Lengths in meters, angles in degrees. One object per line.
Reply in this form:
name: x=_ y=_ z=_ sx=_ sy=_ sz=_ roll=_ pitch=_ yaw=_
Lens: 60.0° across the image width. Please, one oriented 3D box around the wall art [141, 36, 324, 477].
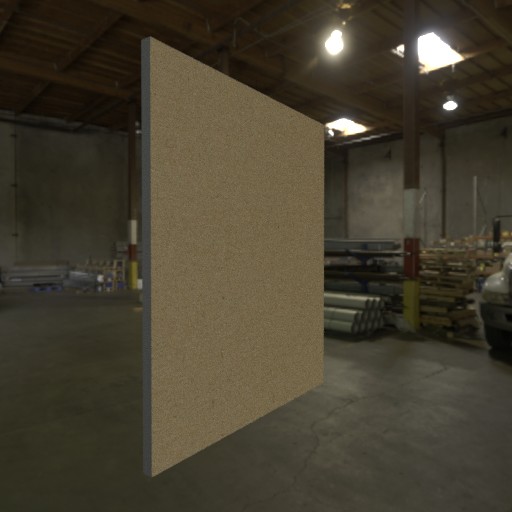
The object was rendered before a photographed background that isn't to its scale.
wall art: x=0.000 y=0.000 z=1.185 sx=0.028 sy=0.863 sz=0.755 roll=1 pitch=1 yaw=35
